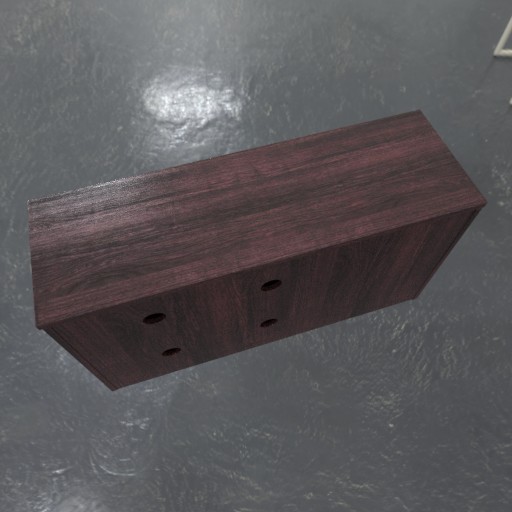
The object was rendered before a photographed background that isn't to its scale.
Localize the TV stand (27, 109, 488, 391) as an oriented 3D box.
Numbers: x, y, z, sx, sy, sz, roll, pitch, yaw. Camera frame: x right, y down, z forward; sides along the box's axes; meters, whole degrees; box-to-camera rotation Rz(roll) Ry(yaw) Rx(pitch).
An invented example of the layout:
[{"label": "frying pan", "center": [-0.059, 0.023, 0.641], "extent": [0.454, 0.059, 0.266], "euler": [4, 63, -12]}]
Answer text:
[{"label": "TV stand", "center": [0.000, 0.000, 1.472], "extent": [1.192, 0.614, 0.404], "euler": [-15, 60, -9]}]
